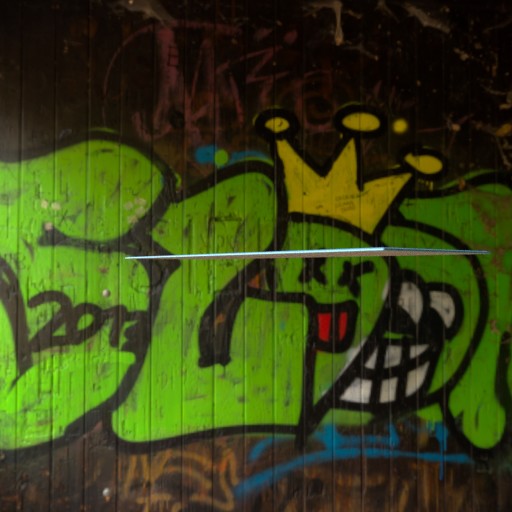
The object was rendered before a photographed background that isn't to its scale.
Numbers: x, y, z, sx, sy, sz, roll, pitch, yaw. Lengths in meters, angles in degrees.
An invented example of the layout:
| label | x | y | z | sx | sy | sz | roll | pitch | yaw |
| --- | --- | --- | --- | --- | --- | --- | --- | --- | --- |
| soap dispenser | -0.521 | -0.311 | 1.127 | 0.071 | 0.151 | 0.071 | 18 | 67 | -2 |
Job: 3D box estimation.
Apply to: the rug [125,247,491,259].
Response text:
| label | x | y | z | sx | sy | sz | roll | pitch | yaw |
| --- | --- | --- | --- | --- | --- | --- | --- | --- | --- |
| rug | 0.000 | 0.000 | 2.416 | 0.662 | 0.011 | 2.196 | 1 | -1 | -36 |
